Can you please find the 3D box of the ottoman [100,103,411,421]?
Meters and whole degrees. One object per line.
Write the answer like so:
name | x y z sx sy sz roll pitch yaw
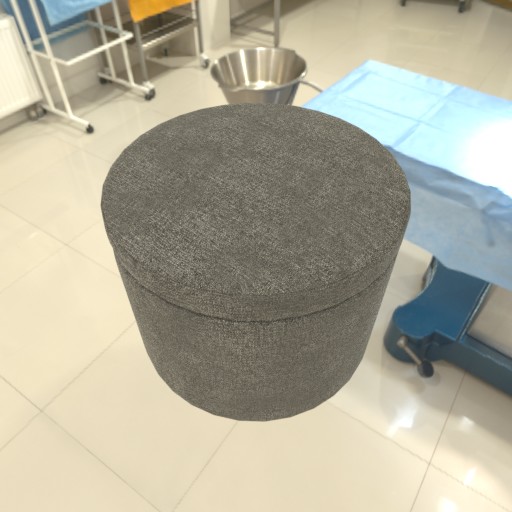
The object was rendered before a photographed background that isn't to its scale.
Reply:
ottoman | 0.000 0.000 0.861 0.500 0.419 0.500 0 47 0
